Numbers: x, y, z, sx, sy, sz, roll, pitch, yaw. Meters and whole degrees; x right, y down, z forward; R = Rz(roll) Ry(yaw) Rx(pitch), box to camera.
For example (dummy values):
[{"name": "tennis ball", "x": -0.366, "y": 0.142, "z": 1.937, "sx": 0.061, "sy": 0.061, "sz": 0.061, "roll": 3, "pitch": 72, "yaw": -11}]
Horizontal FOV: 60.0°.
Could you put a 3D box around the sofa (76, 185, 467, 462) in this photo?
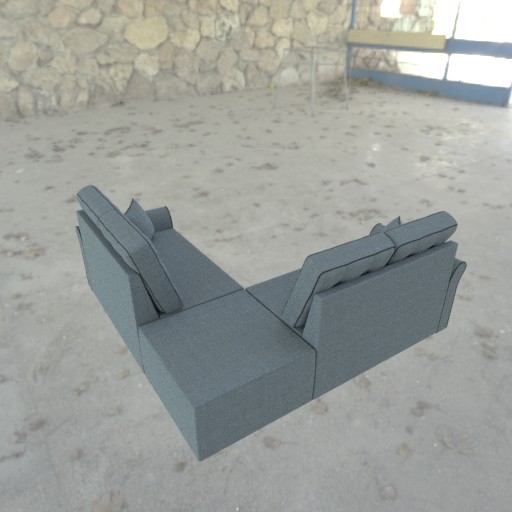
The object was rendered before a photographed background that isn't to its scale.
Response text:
[{"name": "sofa", "x": 0.000, "y": 0.000, "z": 3.307, "sx": 2.068, "sy": 0.988, "sz": 2.070, "roll": -18, "pitch": 33, "yaw": -29}]
